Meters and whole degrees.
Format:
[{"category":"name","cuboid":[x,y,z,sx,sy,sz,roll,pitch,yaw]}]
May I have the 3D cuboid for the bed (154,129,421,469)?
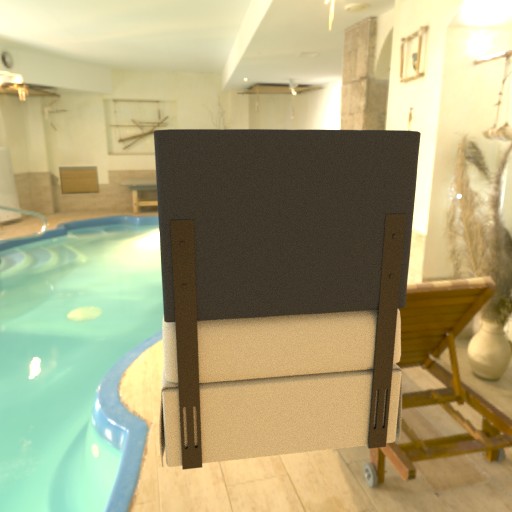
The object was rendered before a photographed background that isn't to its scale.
[{"category":"bed","cuboid":[0.000,0.000,2.949,1.261,1.571,1.997,-2,15,-9]}]
